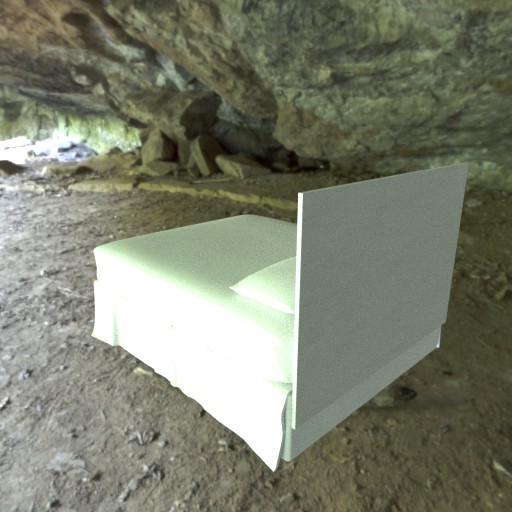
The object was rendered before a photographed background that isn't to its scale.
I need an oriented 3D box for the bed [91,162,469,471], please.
[{"bbox_3d":[0.000,0.000,3.139,1.745,1.335,2.094,-17,24,-41],"label":"bed"}]
